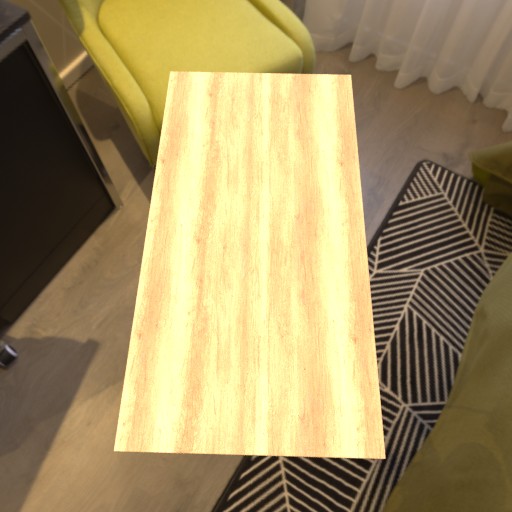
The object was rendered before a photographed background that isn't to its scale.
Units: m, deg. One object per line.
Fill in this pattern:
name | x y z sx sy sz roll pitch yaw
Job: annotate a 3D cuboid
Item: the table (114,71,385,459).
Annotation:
table | 0.000 0.000 1.636 0.700 0.460 1.350 1 65 1
